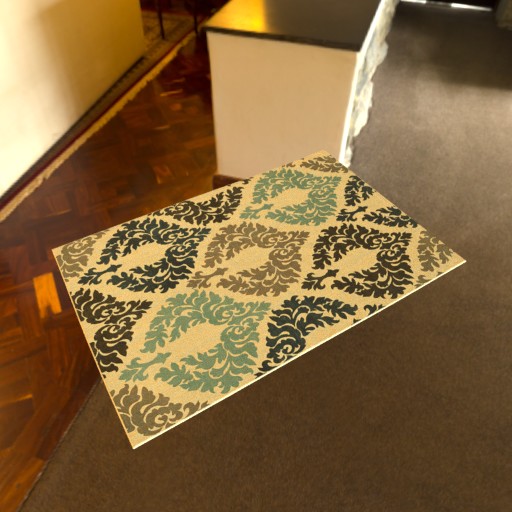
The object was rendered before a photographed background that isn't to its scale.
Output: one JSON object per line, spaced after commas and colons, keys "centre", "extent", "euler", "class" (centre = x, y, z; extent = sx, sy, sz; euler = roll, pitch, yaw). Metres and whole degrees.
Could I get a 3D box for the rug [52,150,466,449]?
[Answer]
{"centre": [0.000, 0.000, 2.904], "extent": [2.275, 0.014, 1.514], "euler": [-24, 51, -21], "class": "rug"}
